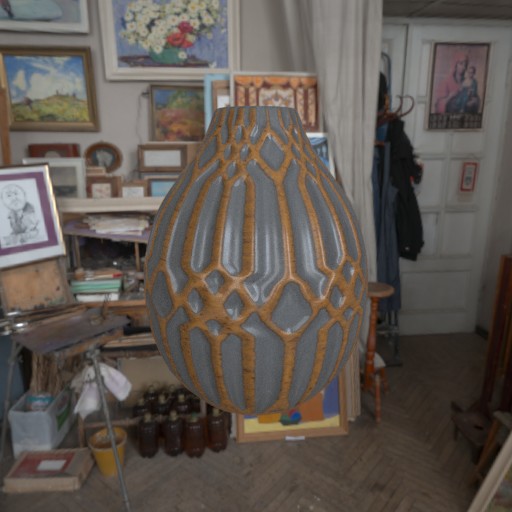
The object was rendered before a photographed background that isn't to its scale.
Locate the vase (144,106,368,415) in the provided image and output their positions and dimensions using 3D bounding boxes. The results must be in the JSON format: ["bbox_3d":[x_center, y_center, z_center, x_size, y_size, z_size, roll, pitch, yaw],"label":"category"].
[{"bbox_3d":[0.000,0.000,0.139,0.069,0.088,0.069,0,14,0],"label":"vase"}]
